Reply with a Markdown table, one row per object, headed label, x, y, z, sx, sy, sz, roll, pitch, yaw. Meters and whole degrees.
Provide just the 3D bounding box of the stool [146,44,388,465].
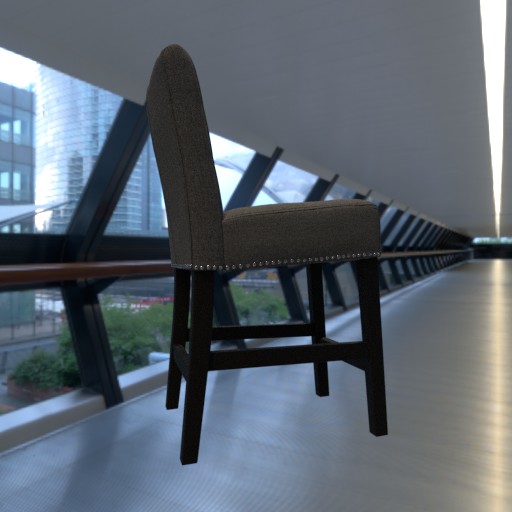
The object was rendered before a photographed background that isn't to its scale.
| label | x | y | z | sx | sy | sz | roll | pitch | yaw |
| --- | --- | --- | --- | --- | --- | --- | --- | --- | --- |
| stool | 0.000 | 0.000 | 1.183 | 0.571 | 0.885 | 0.427 | 0 | 0 | -17 |
